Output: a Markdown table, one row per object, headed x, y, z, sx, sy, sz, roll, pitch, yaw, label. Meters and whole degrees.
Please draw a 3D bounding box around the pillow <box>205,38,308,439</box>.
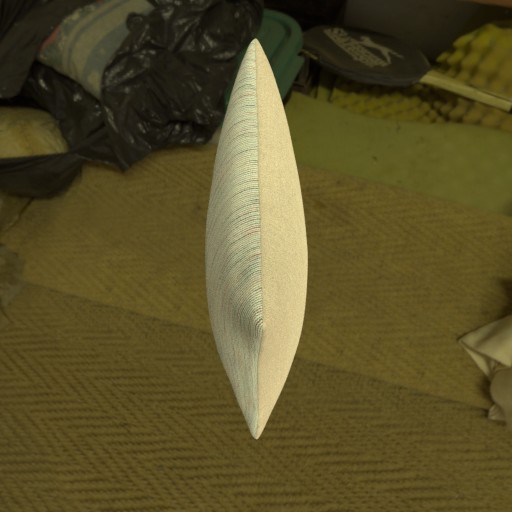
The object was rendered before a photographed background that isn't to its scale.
| x | y | z | sx | sy | sz | roll | pitch | yaw | label |
| --- | --- | --- | --- | --- | --- | --- | --- | --- | --- |
| 0.000 | 0.000 | 0.781 | 0.178 | 0.506 | 0.512 | -1 | 57 | -1 | pillow |
